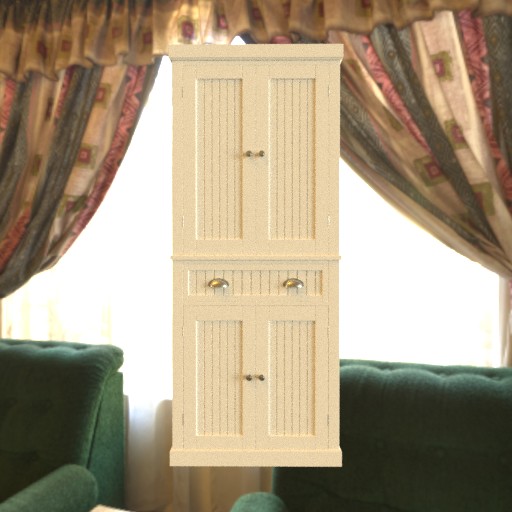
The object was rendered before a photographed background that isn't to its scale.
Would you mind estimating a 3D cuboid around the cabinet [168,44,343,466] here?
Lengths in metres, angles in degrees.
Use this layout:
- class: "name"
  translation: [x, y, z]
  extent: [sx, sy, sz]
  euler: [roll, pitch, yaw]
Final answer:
- class: "cabinet"
  translation: [0.000, 0.000, 2.101]
  extent: [0.754, 1.829, 0.390]
  euler: [0, 1, 0]
